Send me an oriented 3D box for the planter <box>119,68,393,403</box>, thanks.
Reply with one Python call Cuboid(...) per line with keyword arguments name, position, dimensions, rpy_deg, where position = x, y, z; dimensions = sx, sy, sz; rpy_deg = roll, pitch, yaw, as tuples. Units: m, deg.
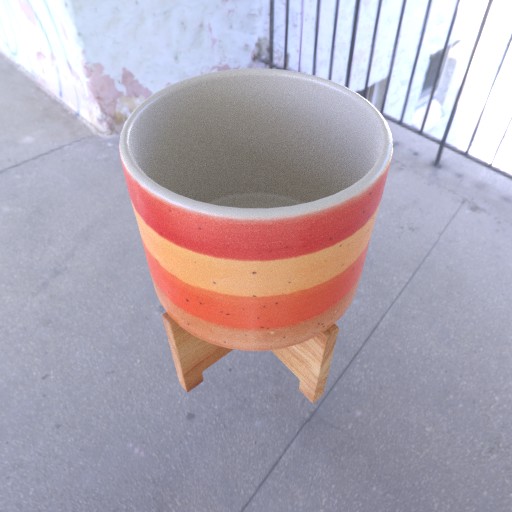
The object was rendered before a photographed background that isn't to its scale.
Cuboid(name="planter", position=(0.000, 0.000, 0.409), dimensions=(0.199, 0.268, 0.199), rpy_deg=(0, 47, 0))
